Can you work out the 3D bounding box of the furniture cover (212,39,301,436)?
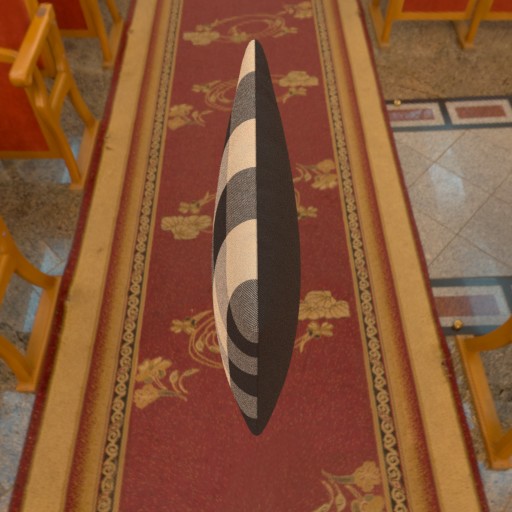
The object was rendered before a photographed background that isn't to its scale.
[{"bbox_3d":[0.000,0.000,0.790,0.161,0.509,0.511,0,57,0],"label":"furniture cover"}]
